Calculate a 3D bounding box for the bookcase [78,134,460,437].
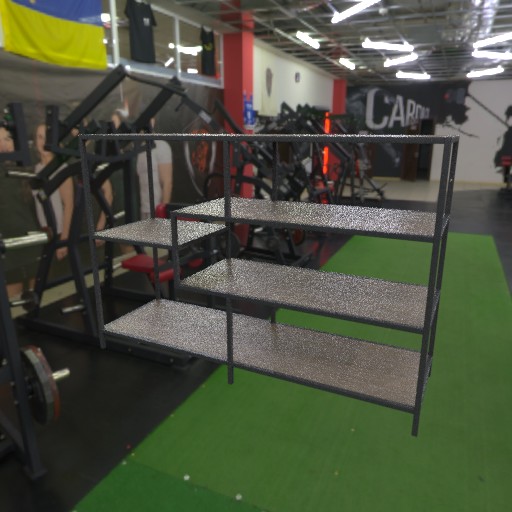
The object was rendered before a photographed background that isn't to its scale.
[{"bbox_3d":[0.000,0.000,1.479,1.140,0.780,0.350,8,18,25],"label":"bookcase"}]
